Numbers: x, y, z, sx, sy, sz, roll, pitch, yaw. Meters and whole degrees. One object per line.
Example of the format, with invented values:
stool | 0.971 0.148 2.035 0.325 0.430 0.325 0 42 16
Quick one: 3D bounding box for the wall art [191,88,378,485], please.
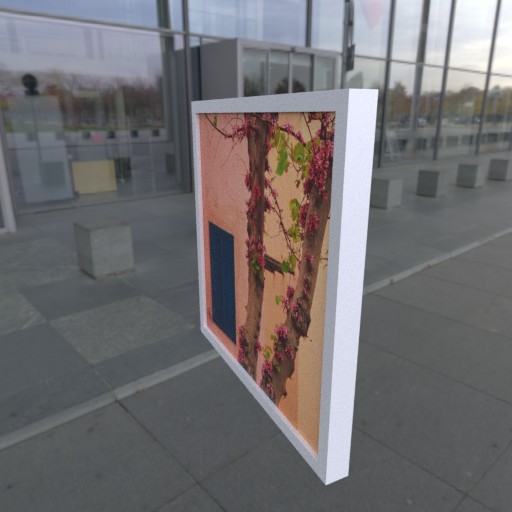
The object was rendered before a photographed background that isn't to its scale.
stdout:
wall art | 0.000 0.000 0.754 0.038 0.508 0.507 -8 20 -25
